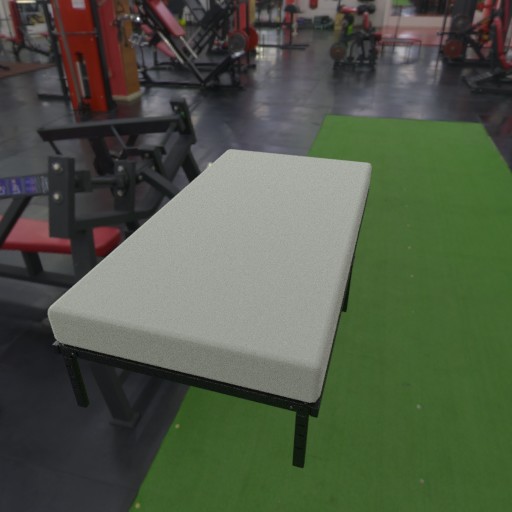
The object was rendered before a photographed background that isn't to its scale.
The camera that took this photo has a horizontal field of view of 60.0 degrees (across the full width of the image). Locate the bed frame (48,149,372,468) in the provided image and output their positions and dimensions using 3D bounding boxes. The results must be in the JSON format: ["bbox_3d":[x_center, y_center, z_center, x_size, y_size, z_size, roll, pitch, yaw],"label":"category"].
[{"bbox_3d":[0.000,0.000,3.225,1.393,0.680,2.635,9,33,15],"label":"bed frame"}]
